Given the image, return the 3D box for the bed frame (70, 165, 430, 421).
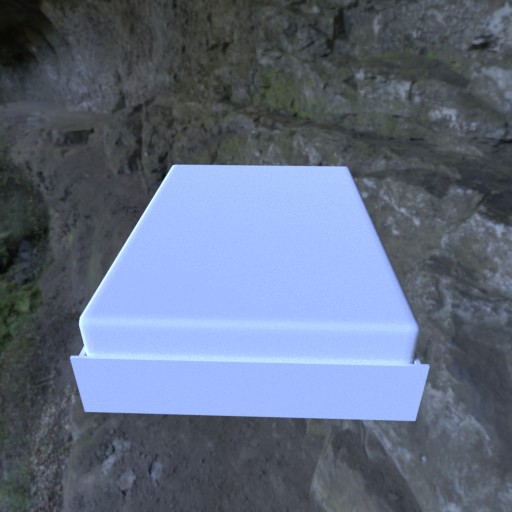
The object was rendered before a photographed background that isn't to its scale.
[{"bbox_3d":[0.000,0.000,2.655,1.445,0.497,1.945,1,30,2],"label":"bed frame"}]
